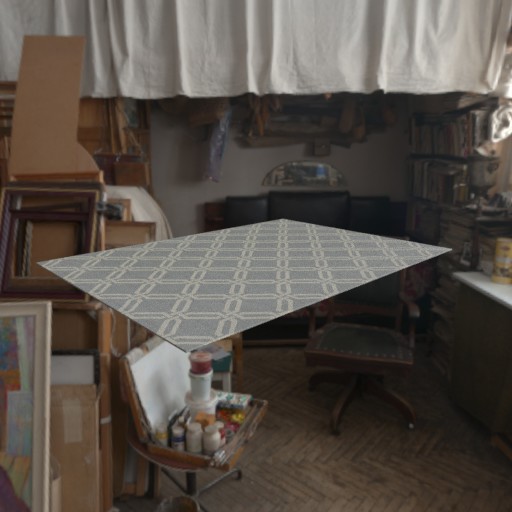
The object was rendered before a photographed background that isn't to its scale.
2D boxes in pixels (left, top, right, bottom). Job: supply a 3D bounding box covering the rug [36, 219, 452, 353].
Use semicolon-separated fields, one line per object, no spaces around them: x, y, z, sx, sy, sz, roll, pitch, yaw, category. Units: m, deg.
0.000;0.000;4.396;3.353;0.013;2.438;-14;20;-41;rug
